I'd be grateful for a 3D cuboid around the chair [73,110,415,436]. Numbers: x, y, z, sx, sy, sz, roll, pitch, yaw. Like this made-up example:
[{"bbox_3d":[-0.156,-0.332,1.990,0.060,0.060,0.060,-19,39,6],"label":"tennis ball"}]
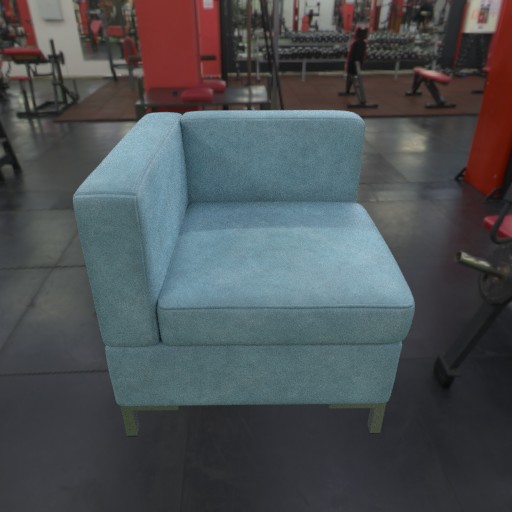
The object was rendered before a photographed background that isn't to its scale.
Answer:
[{"bbox_3d":[0.000,0.000,1.223,0.684,0.660,0.691,0,30,-1],"label":"chair"}]
